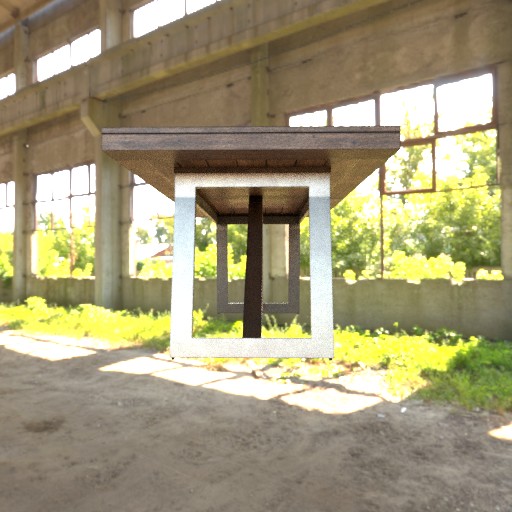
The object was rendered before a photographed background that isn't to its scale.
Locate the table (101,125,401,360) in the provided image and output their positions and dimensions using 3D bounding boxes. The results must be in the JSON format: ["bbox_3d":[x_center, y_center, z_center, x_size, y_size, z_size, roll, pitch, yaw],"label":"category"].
[{"bbox_3d":[0.000,0.000,2.301,0.931,0.757,1.867,0,-2,1],"label":"table"}]
